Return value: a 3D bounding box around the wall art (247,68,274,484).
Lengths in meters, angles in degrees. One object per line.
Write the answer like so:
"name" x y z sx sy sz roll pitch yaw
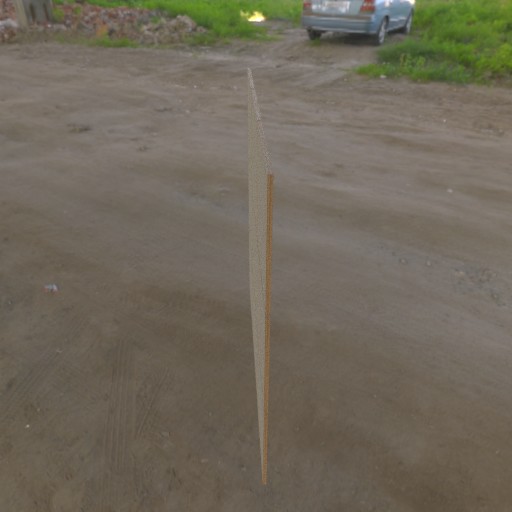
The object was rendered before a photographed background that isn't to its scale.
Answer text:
"wall art" 0.000 0.000 1.363 0.010 0.917 0.919 -2 33 -2
